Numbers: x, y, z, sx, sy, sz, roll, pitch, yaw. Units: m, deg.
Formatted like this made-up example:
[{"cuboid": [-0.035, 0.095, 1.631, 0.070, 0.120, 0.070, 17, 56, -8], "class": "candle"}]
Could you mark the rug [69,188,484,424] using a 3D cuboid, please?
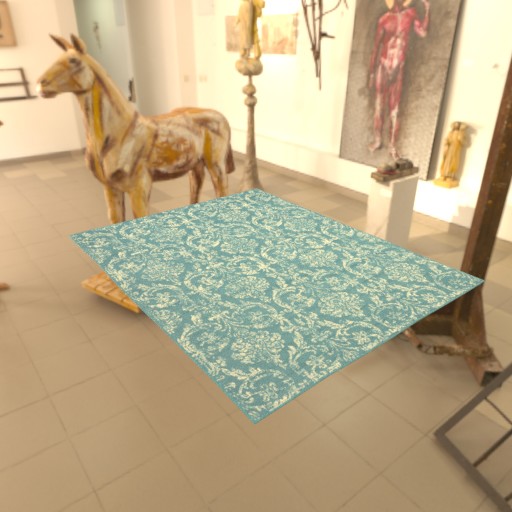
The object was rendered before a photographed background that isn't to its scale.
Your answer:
[{"cuboid": [0.000, 0.000, 3.975, 2.363, 0.012, 2.980, -20, 33, -33], "class": "rug"}]
